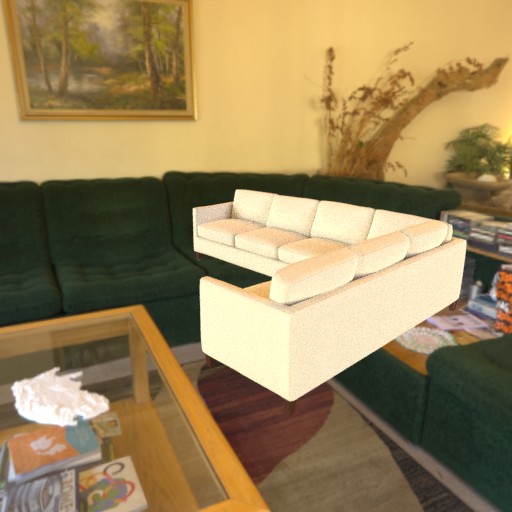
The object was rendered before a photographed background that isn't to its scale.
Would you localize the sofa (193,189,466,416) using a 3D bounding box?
[{"bbox_3d":[0.000,0.000,4.647,2.593,0.947,3.302,-15,22,-41],"label":"sofa"}]
